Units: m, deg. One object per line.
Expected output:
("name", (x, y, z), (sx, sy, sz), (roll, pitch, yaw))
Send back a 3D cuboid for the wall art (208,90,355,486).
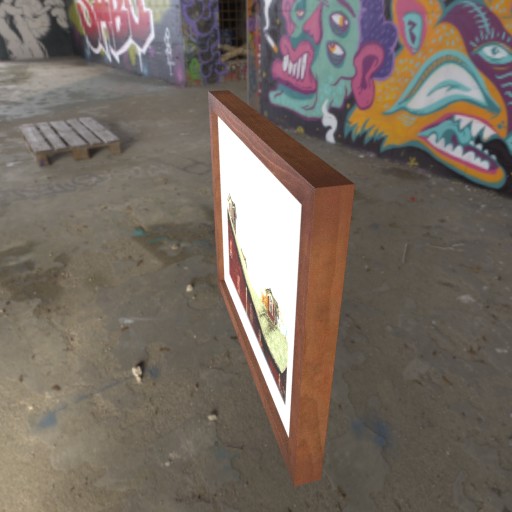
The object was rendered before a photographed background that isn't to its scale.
("wall art", (0.000, 0.000, 0.551), (0.030, 0.328, 0.401), (-8, 30, -14))
